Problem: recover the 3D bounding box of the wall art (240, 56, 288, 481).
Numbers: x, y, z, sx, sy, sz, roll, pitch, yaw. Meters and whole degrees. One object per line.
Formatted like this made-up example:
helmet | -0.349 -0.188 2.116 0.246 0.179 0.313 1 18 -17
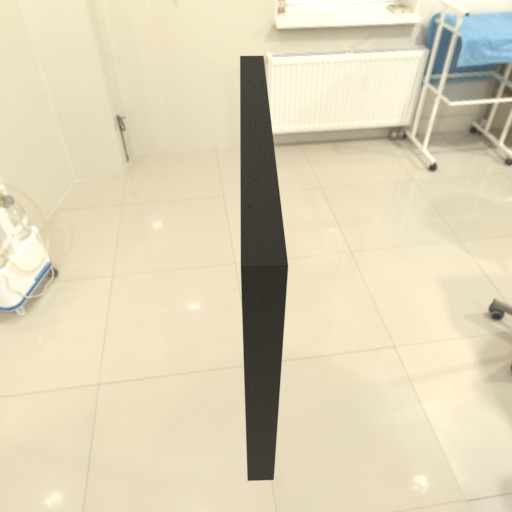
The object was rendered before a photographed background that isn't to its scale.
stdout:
wall art | 0.000 0.000 0.524 0.029 0.330 0.381 -1 42 -1
